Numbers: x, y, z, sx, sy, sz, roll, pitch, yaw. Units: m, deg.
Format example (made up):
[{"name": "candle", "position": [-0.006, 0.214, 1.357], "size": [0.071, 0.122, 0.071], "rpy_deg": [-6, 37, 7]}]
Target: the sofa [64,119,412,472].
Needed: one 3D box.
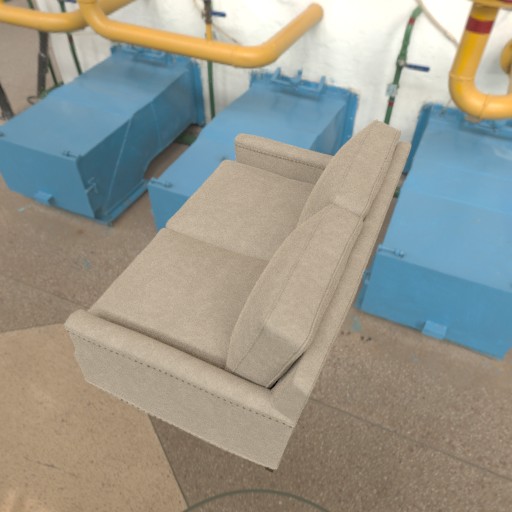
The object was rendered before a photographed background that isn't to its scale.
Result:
[{"name": "sofa", "position": [0.000, 0.000, 2.195], "size": [1.084, 1.002, 1.597], "rpy_deg": [19, 49, 17]}]
